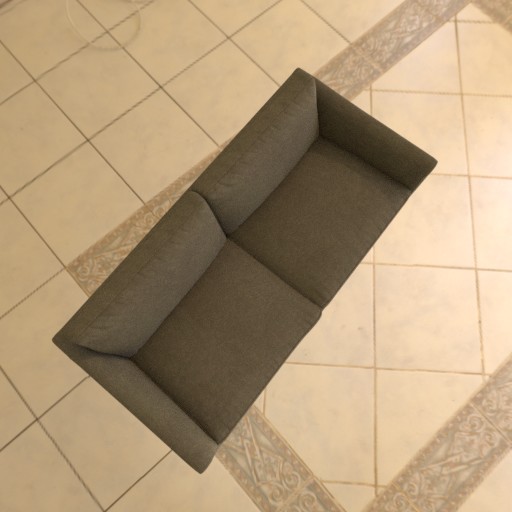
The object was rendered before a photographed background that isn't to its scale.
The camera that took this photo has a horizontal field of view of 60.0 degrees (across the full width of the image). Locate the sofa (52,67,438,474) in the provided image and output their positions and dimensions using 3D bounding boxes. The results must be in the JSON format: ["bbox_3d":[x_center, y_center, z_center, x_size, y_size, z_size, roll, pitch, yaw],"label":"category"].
[{"bbox_3d":[0.000,0.000,2.758,1.092,0.838,2.257,38,78,9],"label":"sofa"}]
